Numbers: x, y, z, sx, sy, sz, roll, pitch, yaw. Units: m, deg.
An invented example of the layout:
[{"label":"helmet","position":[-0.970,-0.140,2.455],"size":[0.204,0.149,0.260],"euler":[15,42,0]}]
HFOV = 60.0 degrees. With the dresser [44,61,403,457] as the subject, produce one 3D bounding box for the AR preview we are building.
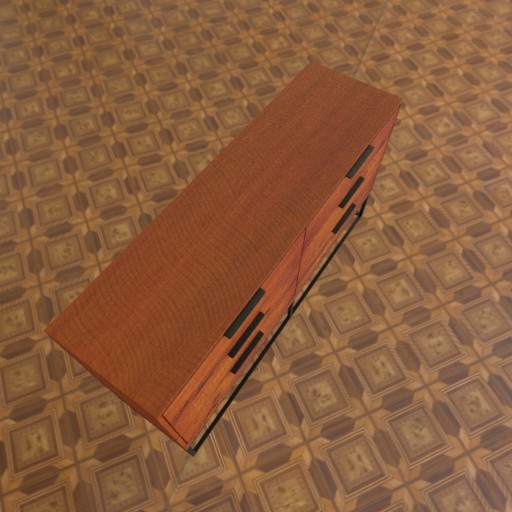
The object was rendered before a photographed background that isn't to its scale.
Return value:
[{"label":"dresser","position":[0.000,0.000,1.911],"size":[0.464,0.810,1.536],"euler":[31,64,17]}]
